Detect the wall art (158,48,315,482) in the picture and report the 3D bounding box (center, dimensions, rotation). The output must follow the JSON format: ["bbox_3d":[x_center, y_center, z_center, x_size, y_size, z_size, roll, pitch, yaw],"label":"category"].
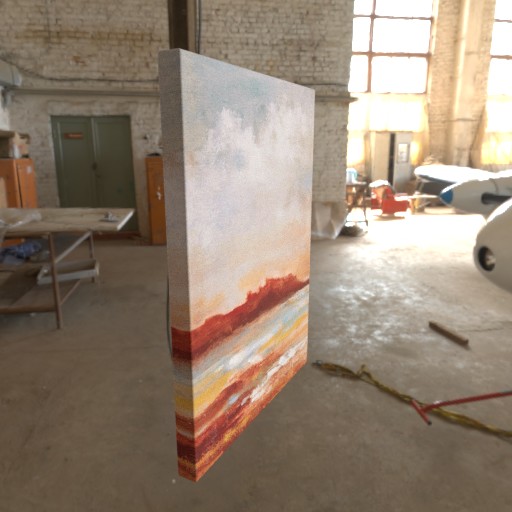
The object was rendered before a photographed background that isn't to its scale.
[{"bbox_3d":[0.000,0.000,0.791,0.035,0.605,0.443,7,16,28],"label":"wall art"}]
